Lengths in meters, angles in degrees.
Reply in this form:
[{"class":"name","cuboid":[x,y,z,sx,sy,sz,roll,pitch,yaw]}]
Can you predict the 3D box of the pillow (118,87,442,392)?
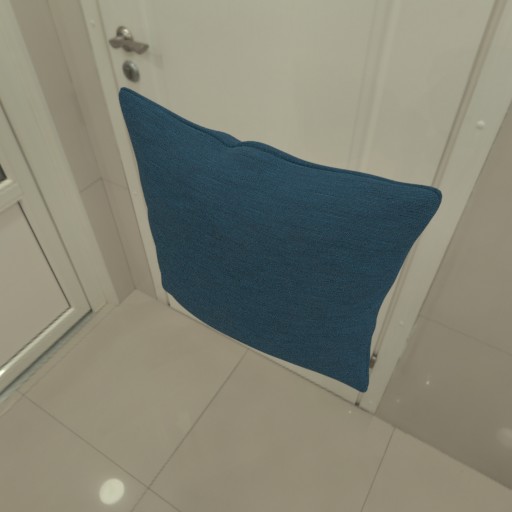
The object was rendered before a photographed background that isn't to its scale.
[{"class":"pillow","cuboid":[0.000,0.000,0.667,0.437,0.420,0.177,24,51,21]}]
